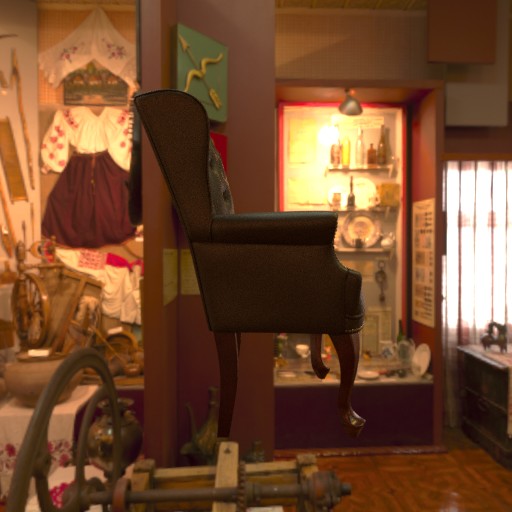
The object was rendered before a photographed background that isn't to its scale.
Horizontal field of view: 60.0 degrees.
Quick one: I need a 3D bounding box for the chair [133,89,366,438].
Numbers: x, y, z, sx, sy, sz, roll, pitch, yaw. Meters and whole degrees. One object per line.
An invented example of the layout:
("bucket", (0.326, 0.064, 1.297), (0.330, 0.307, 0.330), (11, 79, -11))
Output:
("chair", (0.000, 0.000, 1.667), (0.762, 1.111, 0.838), (0, 1, -1))
